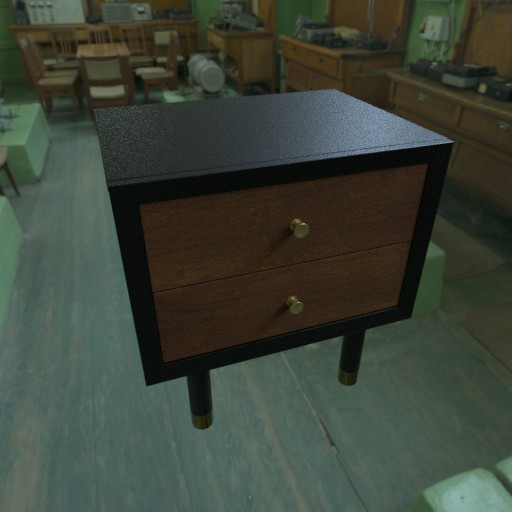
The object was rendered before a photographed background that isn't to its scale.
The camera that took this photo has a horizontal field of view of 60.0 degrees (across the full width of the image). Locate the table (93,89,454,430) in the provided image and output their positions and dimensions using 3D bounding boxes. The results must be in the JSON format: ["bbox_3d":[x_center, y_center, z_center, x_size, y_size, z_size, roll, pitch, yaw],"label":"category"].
[{"bbox_3d":[0.000,0.000,0.986,0.564,0.584,0.441,-11,34,-16],"label":"table"}]
